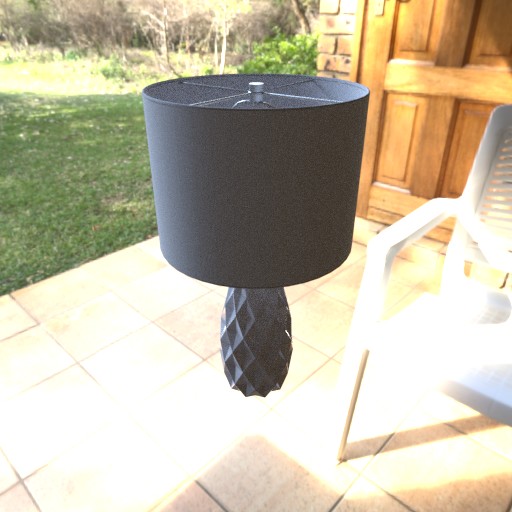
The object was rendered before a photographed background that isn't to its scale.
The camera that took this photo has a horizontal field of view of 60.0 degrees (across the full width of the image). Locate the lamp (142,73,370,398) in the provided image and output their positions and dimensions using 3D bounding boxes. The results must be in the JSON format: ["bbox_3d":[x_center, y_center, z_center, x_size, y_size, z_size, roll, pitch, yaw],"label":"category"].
[{"bbox_3d":[0.000,0.000,0.714,0.297,0.522,0.297,0,29,0],"label":"lamp"}]
